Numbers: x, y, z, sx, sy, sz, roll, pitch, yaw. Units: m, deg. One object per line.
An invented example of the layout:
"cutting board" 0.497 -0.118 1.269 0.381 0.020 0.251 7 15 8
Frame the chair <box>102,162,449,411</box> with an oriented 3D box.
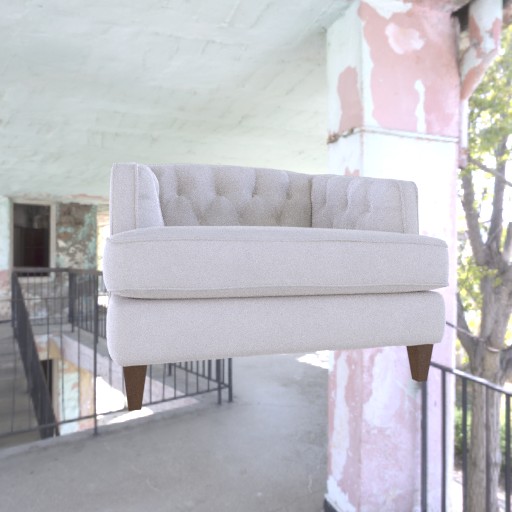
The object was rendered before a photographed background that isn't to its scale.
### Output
"chair" 0.000 0.000 1.713 1.104 0.852 0.941 0 0 -18
